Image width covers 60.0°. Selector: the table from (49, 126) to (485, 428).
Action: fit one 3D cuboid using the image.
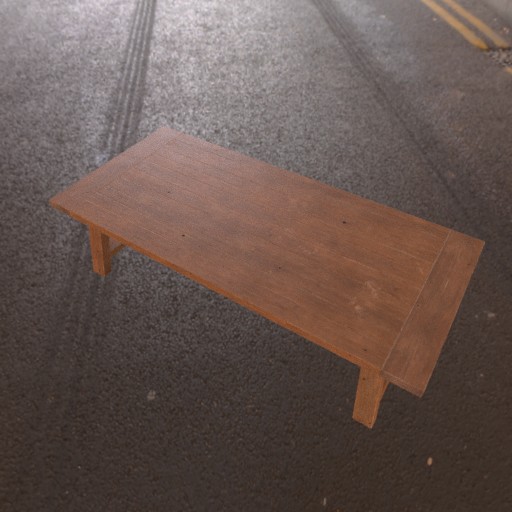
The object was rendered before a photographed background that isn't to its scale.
[{"bbox_3d":[0.000,0.000,2.157,1.800,0.465,0.820,25,50,22],"label":"table"}]
